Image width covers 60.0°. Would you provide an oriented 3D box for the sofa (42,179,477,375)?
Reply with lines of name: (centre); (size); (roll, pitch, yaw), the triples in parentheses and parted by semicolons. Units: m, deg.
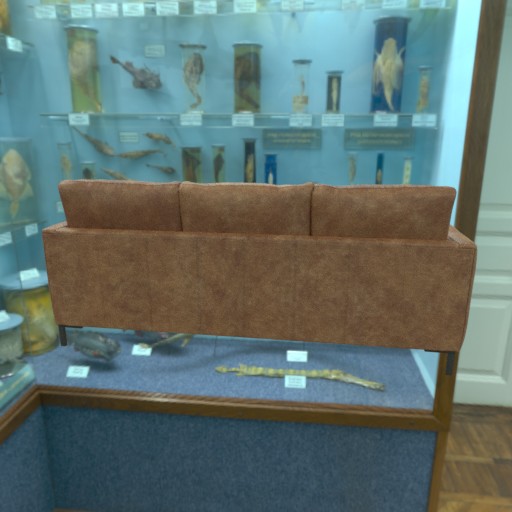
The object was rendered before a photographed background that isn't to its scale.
sofa: (0.000, 0.000, 2.399); (2.029, 0.863, 0.748); (2, 16, 8)
